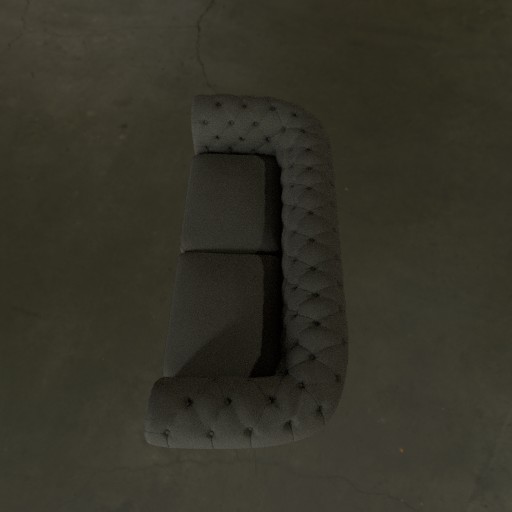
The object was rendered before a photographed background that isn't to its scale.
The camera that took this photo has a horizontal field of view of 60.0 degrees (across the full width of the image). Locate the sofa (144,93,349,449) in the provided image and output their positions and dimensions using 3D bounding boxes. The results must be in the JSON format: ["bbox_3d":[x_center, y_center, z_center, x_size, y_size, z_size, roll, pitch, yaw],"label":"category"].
[{"bbox_3d":[0.000,0.000,2.844,0.991,0.762,2.362,1,59,1],"label":"sofa"}]
